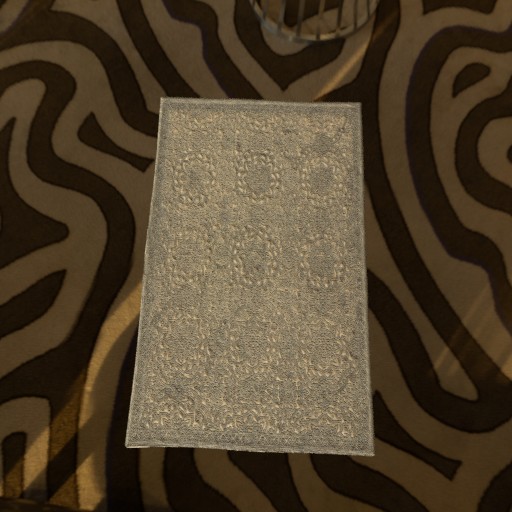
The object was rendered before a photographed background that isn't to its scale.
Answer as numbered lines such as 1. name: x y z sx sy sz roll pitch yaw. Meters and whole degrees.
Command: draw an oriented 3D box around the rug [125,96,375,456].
1. rug: 0.000 0.000 3.056 1.535 0.022 2.498 2 74 0
